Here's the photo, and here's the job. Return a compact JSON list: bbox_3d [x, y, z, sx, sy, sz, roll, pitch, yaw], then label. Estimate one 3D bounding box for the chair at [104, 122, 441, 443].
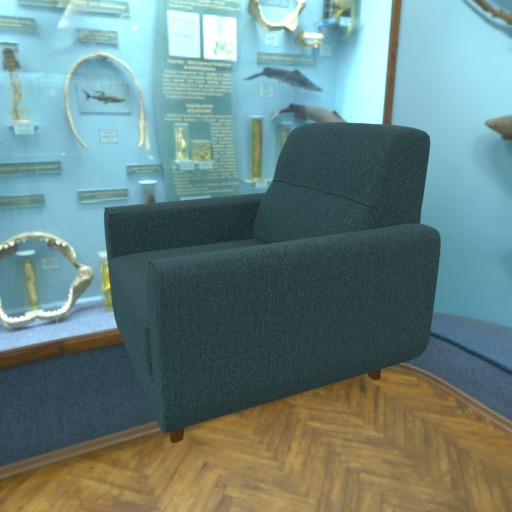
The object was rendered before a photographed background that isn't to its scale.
[{"bbox_3d":[0.000,0.000,1.627,0.964,0.940,0.880,-8,19,-25],"label":"chair"}]
